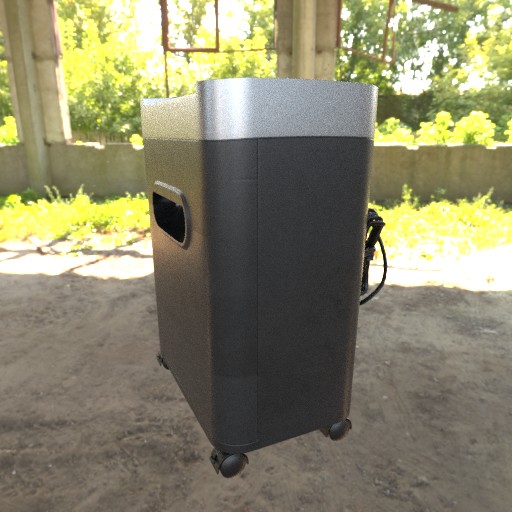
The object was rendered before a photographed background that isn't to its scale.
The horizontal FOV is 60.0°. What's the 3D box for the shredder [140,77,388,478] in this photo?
[{"bbox_3d":[0.000,0.000,0.599,0.237,0.419,0.311,-7,17,-24],"label":"shredder"}]
